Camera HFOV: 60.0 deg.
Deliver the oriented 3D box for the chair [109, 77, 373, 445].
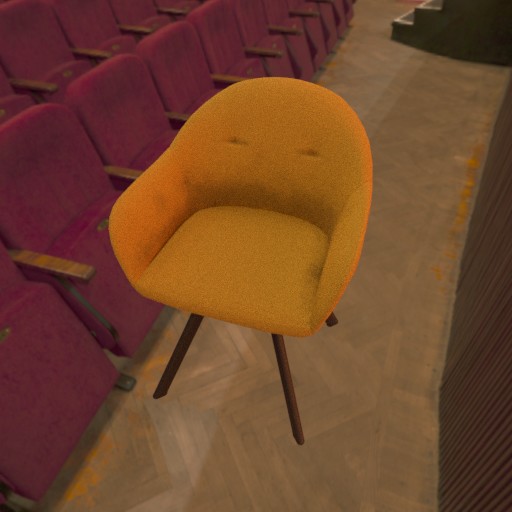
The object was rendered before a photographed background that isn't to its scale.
[{"bbox_3d":[0.000,0.000,1.198,0.545,0.775,0.565,13,43,14],"label":"chair"}]
